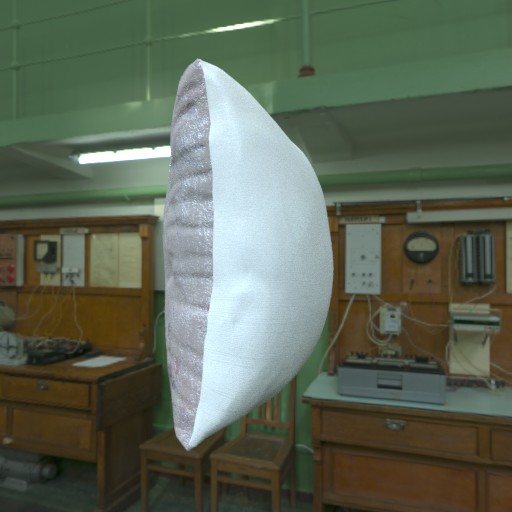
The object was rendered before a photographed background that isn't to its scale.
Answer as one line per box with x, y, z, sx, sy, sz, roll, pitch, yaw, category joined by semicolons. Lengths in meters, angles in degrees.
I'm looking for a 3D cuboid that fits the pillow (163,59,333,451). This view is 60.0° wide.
0.000;0.000;0.709;0.245;0.448;0.450;0;-1;18;pillow
